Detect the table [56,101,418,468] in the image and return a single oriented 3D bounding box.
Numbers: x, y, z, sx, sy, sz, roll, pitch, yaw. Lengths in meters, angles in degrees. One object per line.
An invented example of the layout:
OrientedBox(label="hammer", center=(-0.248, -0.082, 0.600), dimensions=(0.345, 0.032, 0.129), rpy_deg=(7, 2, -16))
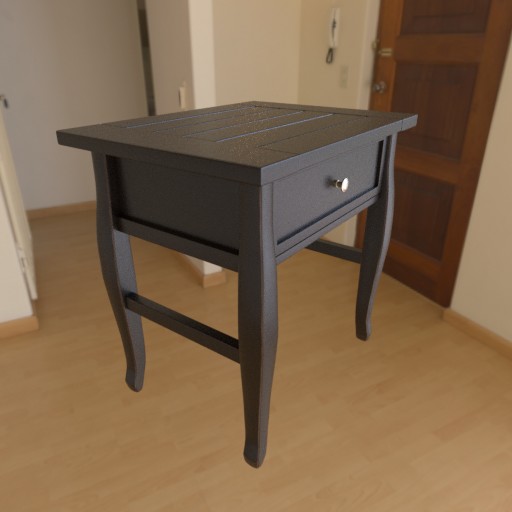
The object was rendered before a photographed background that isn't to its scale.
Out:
OrientedBox(label="table", center=(0.000, 0.000, 1.026), dimensions=(0.460, 0.604, 0.602), rpy_deg=(17, 30, 32))
